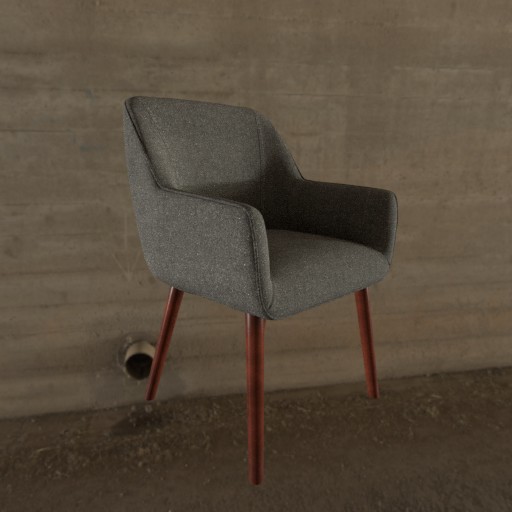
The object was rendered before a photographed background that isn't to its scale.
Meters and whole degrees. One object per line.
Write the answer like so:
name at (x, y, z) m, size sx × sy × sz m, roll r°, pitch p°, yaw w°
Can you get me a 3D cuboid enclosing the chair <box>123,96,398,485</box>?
chair at (0.000, 0.000, 1.151) m, size 0.519 × 0.803 × 0.543 m, roll 12°, pitch 17°, yaw 43°
